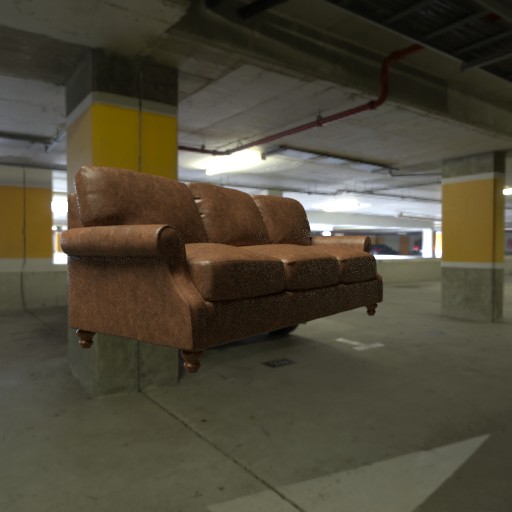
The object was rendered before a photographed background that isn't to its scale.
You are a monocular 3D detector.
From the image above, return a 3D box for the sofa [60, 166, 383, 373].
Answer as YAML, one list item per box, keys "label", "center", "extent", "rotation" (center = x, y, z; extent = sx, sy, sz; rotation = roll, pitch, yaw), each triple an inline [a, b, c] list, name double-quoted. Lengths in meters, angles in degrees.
- label: "sofa"
  center: [0.000, 0.000, 2.973]
  extent: [0.973, 0.977, 2.351]
  rotation: [1, 1, 36]
